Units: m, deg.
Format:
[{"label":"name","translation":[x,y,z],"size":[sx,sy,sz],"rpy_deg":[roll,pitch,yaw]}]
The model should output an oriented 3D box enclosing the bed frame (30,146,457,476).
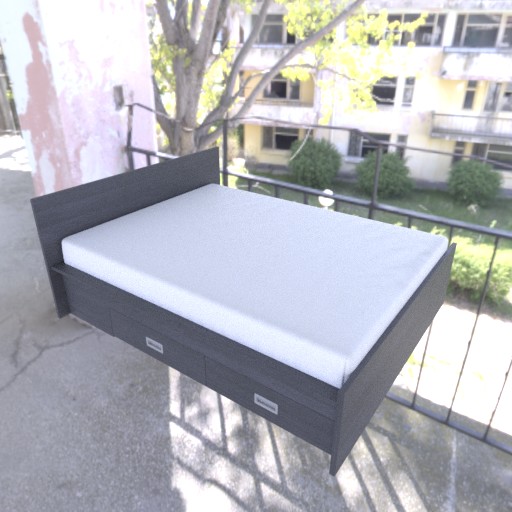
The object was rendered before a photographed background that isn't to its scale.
[{"label":"bed frame","translation":[0.000,0.000,2.742],"size":[1.960,0.800,1.622],"rpy_deg":[18,32,31]}]
